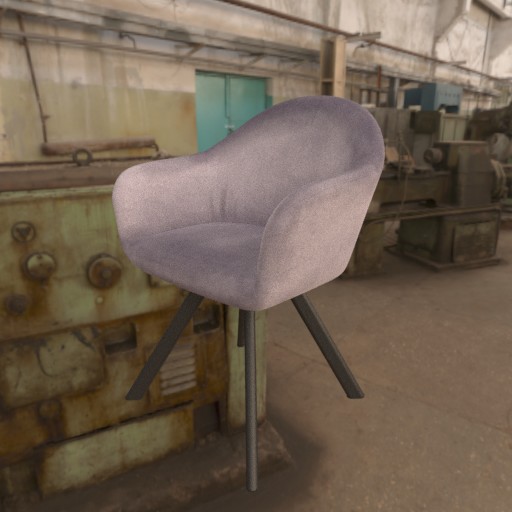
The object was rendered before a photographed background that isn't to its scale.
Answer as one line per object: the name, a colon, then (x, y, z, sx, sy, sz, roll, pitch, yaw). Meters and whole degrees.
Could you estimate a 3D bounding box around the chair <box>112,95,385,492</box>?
chair: (0.000, 0.000, 1.119, 0.570, 0.780, 0.540, 15, 23, 40)
